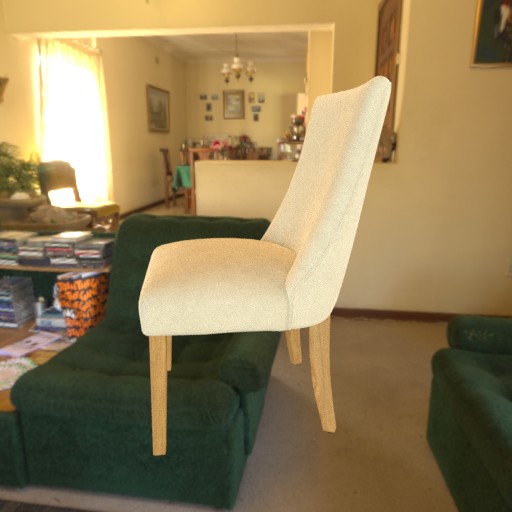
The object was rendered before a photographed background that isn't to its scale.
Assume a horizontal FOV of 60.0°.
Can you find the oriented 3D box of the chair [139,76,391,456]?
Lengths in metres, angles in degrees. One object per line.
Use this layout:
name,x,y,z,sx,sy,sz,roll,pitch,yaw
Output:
chair,0.000,0.000,1.246,0.610,0.902,0.495,-2,15,-8
